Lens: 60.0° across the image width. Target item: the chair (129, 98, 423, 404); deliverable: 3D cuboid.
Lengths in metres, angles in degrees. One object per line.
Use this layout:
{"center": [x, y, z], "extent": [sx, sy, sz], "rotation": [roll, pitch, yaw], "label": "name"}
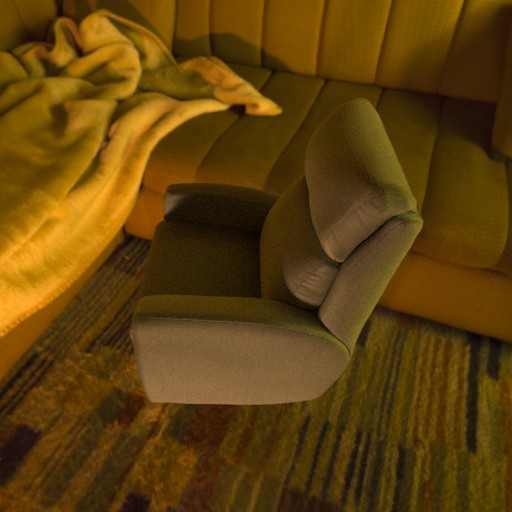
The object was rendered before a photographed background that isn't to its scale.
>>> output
{"center": [0.000, 0.000, 1.695], "extent": [0.940, 1.016, 0.794], "rotation": [0, 44, 0], "label": "chair"}
